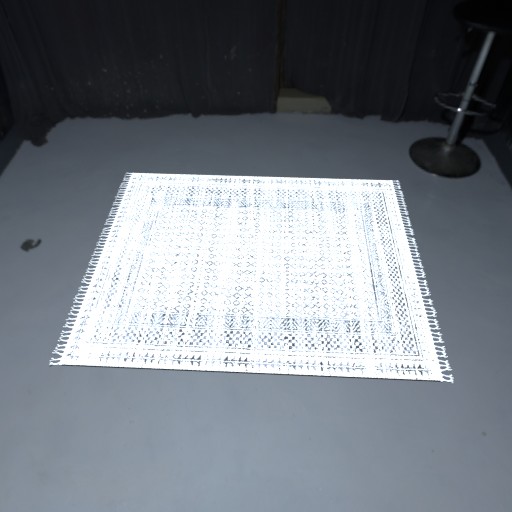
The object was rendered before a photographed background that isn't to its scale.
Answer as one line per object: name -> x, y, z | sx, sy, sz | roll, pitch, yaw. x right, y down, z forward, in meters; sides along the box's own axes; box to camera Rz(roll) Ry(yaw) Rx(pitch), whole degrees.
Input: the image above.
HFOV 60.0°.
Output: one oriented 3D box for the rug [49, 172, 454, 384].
rug -> 0.000, 0.000, 3.949 | 2.940, 0.013, 2.312 | 2, 48, 2
